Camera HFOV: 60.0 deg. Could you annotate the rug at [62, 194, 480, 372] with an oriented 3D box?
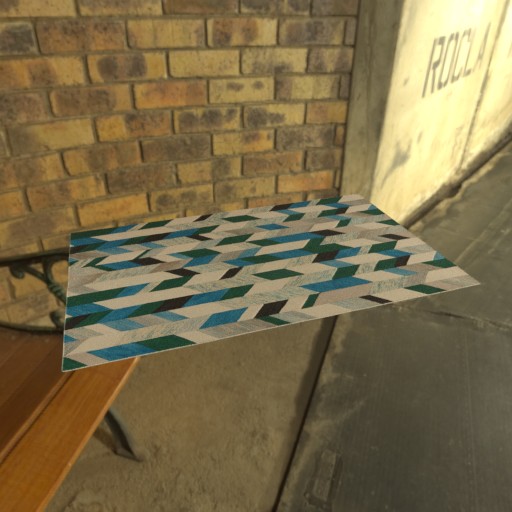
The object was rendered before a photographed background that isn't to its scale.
[{"bbox_3d":[0.000,0.000,3.028,2.433,0.007,1.507,-9,32,-15],"label":"rug"}]
